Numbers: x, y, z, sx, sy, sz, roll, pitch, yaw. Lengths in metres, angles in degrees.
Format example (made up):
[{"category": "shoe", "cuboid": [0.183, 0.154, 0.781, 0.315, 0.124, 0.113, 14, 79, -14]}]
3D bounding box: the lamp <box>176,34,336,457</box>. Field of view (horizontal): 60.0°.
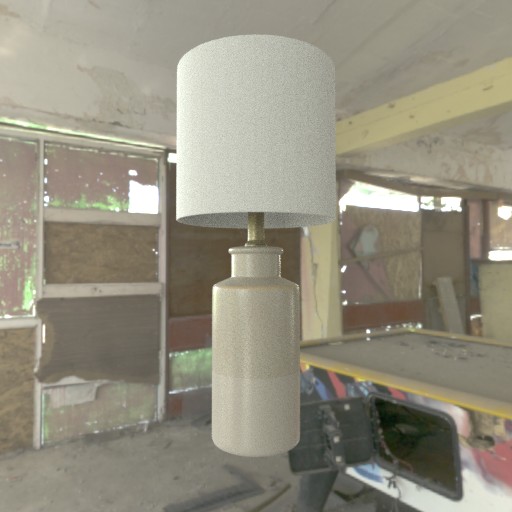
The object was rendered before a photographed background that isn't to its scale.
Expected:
[{"category": "lamp", "cuboid": [0.000, 0.000, 0.597, 0.212, 0.493, 0.212, 0, -1, 2]}]
